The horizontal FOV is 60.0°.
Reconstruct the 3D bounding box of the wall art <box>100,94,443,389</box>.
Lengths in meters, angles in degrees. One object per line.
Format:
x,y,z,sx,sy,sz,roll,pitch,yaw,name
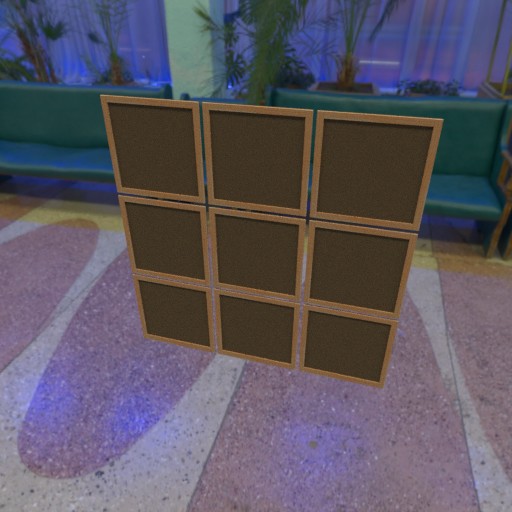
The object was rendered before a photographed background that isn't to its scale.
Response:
0.000,0.000,2.311,1.520,1.525,0.013,9,33,14,wall art
